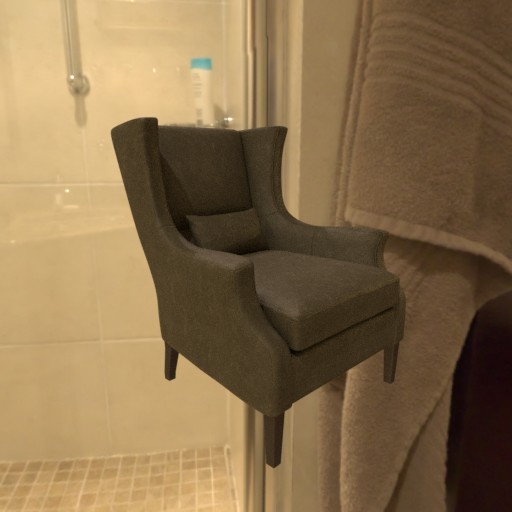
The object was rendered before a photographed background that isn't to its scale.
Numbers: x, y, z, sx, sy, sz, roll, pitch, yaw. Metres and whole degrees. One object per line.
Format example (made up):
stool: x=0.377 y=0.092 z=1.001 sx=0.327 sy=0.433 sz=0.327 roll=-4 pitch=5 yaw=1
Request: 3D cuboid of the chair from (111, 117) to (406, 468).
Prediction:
chair: x=0.000 y=0.000 z=1.722 sx=0.926 sy=1.016 sz=0.853 roll=12 pitch=18 yaw=43
